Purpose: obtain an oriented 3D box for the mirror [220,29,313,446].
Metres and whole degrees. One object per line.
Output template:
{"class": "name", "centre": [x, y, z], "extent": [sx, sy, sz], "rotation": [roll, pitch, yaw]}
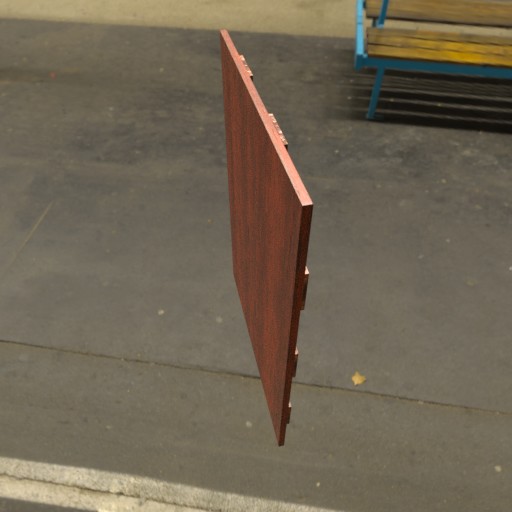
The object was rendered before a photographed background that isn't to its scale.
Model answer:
{"class": "mirror", "centre": [0.000, 0.000, 1.049], "extent": [0.021, 0.805, 0.600], "rotation": [-10, 47, -9]}
